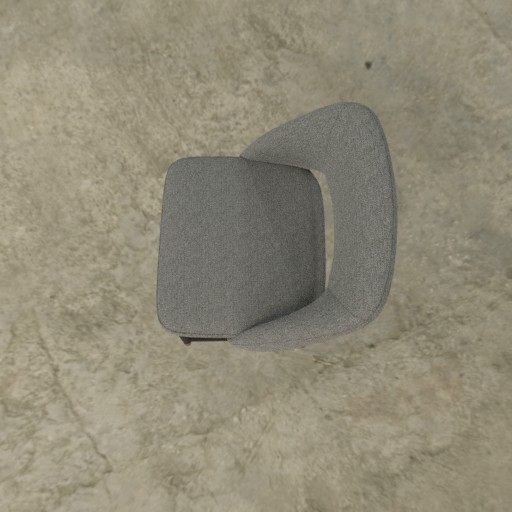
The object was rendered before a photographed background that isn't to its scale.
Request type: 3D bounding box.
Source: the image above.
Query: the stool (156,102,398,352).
[{"bbox_3d":[0.000,0.000,1.246,0.524,0.925,0.536,1,76,0],"label":"stool"}]
